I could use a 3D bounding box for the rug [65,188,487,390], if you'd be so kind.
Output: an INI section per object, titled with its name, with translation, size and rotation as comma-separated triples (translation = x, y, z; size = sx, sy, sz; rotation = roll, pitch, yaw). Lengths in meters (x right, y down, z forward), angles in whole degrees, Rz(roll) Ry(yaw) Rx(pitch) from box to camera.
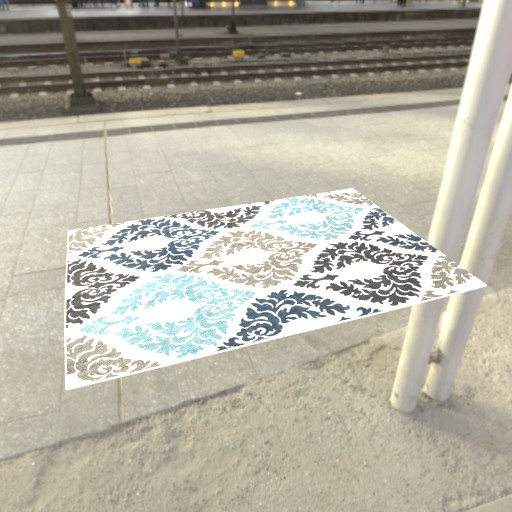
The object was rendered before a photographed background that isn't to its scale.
[rug]
translation = 0.000, 0.000, 2.816
size = 2.275, 0.014, 1.514
rotation = -11, 33, -17
